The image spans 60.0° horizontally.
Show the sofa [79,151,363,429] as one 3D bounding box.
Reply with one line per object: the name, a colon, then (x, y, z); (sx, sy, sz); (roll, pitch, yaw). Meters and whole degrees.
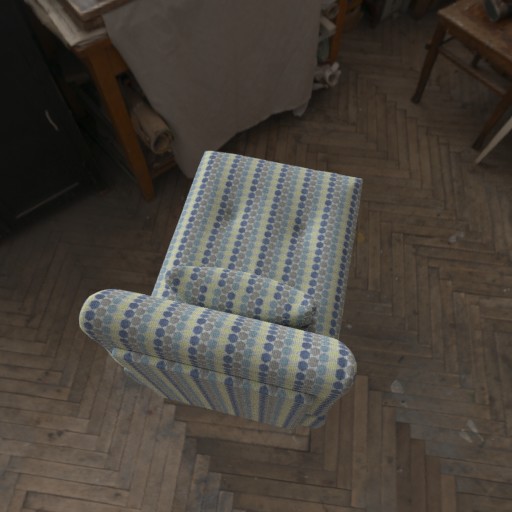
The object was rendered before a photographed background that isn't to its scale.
sofa: (0.000, 0.000, 1.574); (0.700, 0.820, 1.000); (12, 64, 6)
